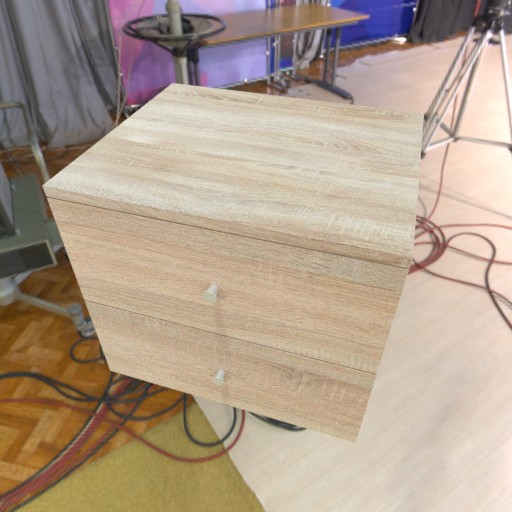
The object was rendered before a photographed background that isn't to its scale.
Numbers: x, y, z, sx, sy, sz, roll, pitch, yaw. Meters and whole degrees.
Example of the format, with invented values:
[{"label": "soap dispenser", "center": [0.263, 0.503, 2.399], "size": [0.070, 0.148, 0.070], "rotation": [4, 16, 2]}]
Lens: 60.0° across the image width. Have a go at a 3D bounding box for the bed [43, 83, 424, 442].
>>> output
[{"label": "bed", "center": [0.000, 0.000, 0.784], "size": [0.460, 0.420, 0.401], "rotation": [12, 42, 13]}]
